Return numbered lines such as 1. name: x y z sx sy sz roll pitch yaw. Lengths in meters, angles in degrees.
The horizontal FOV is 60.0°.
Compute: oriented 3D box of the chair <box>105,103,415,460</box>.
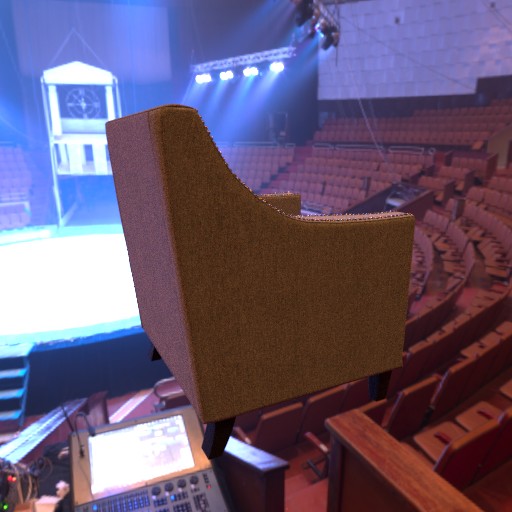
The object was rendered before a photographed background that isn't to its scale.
1. chair: 0.000 0.000 1.610 0.884 0.967 0.776 -7 16 -26
